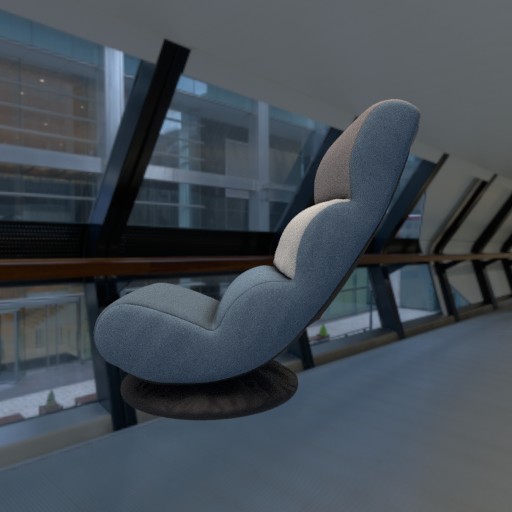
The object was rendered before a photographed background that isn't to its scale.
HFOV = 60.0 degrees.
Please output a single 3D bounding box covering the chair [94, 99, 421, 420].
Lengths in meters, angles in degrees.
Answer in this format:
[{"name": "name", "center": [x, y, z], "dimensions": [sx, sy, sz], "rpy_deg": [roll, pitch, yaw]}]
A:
[{"name": "chair", "center": [0.000, 0.000, 1.055], "dimensions": [0.661, 0.641, 0.420], "rpy_deg": [0, 2, -2]}]
